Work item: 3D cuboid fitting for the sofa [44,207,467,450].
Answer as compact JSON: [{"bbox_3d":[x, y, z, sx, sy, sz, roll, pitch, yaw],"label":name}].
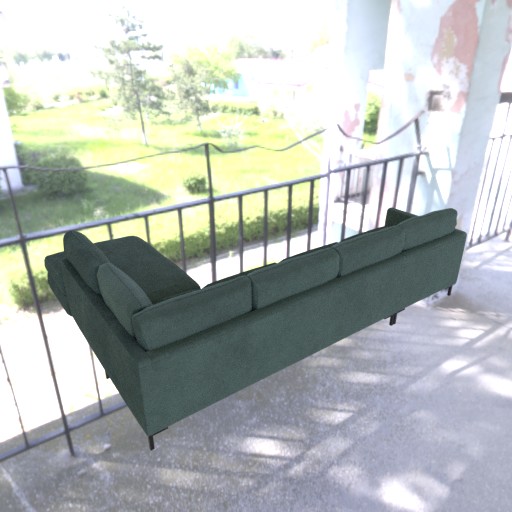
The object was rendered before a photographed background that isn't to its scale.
[{"bbox_3d":[0.000,0.000,3.150,2.486,0.687,1.707,-17,31,-32],"label":"sofa"}]
